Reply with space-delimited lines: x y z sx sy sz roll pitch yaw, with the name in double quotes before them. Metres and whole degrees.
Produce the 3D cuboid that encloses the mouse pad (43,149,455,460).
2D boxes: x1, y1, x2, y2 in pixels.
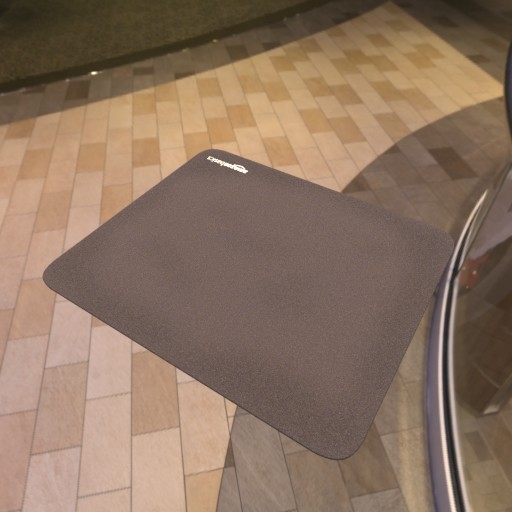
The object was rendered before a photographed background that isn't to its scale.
"mouse pad" 0.000 0.000 0.425 0.315 0.002 0.269 25 50 22
